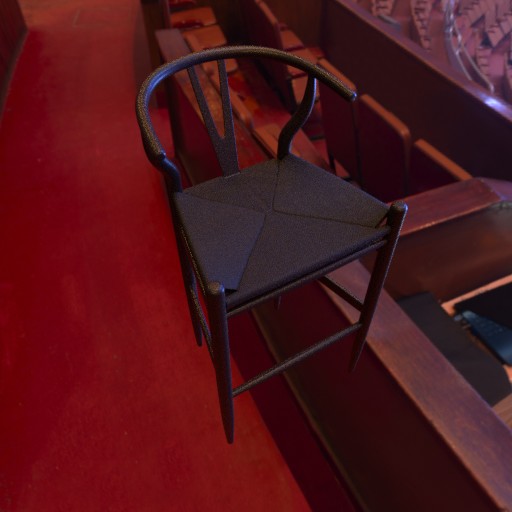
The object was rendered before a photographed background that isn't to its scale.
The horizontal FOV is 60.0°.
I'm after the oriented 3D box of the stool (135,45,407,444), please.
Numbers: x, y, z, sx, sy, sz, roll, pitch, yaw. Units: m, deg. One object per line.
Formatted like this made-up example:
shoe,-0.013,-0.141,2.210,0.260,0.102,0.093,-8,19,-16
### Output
stool,0.000,0.000,1.392,0.569,1.072,0.579,-23,50,-21
